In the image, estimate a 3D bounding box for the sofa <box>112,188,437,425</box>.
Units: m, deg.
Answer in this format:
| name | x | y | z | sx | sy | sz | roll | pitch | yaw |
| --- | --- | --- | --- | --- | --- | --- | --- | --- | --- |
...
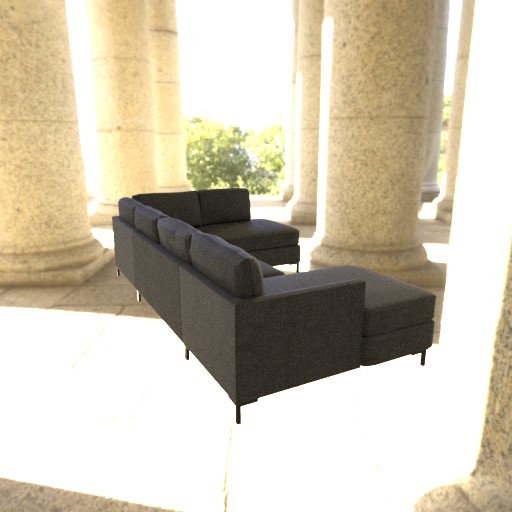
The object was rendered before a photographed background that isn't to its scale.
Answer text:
| name | x | y | z | sx | sy | sz | roll | pitch | yaw |
| --- | --- | --- | --- | --- | --- | --- | --- | --- | --- |
| sofa | 0.000 | 0.000 | 4.290 | 2.048 | 0.999 | 3.423 | -8 | 16 | -27 |
